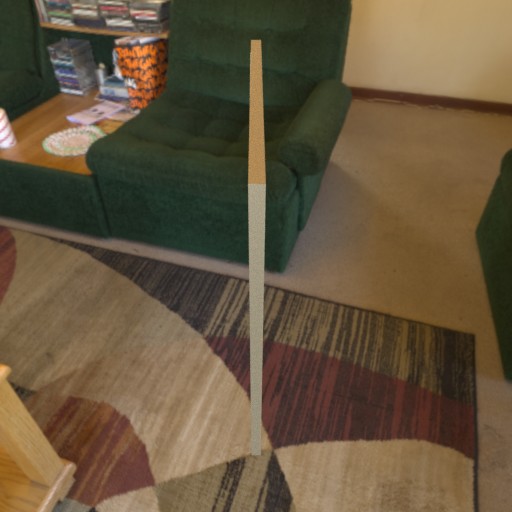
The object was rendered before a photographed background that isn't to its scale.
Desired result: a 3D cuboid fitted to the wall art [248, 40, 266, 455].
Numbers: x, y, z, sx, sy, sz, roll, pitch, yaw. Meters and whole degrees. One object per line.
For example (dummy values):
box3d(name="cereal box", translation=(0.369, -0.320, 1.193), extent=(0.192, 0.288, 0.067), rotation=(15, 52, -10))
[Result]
box3d(name="wall art", translation=(0.000, 0.000, 1.393), extent=(0.034, 1.042, 0.789), rotation=(0, 42, 0))
